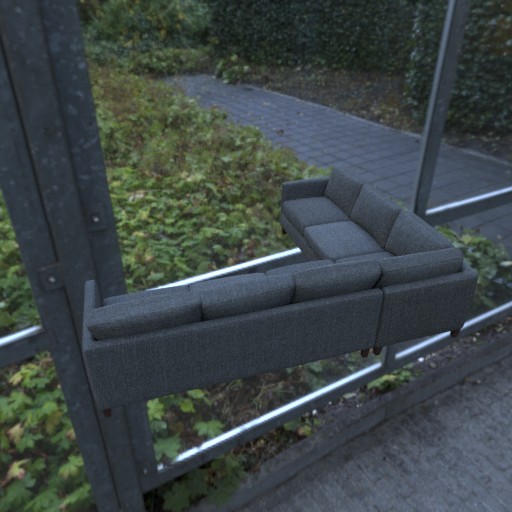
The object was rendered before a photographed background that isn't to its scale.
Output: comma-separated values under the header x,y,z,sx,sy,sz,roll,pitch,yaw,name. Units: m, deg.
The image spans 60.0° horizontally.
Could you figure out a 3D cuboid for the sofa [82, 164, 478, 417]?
x,y,z,sx,sy,sz,roll,pitch,yaw,name
0.000,0.000,4.577,3.302,0.947,2.593,-9,32,-15,sofa
